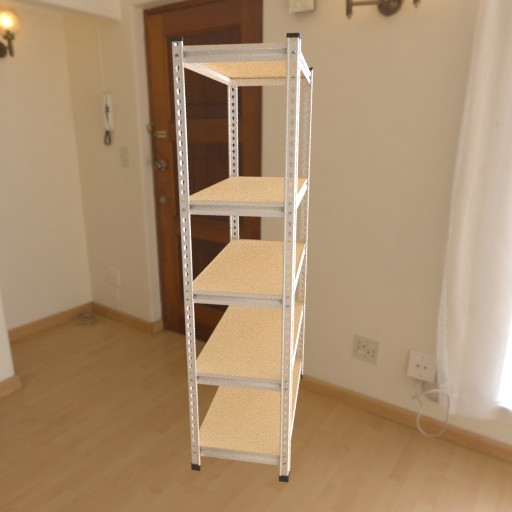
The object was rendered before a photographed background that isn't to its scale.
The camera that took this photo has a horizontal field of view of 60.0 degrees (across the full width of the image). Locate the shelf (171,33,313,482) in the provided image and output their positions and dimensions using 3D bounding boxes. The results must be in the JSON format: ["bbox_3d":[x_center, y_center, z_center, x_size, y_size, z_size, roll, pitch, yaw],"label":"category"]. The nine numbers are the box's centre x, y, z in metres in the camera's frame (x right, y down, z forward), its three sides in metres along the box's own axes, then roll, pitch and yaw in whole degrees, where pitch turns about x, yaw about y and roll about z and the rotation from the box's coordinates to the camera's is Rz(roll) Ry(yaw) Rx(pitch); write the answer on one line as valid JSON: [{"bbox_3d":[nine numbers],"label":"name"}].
[{"bbox_3d":[0.000,0.000,2.199,0.457,1.829,0.914,3,16,9],"label":"shelf"}]
